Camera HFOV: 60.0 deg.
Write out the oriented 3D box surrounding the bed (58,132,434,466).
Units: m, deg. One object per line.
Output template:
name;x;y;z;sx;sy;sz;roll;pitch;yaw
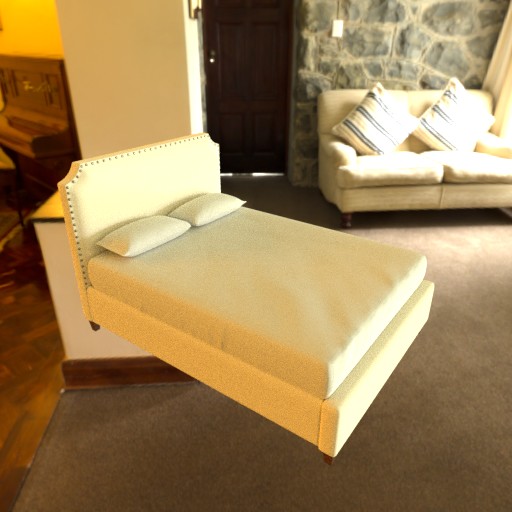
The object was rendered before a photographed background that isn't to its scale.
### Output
bed;0.000;0.000;3.446;2.329;1.415;1.703;18;32;32
